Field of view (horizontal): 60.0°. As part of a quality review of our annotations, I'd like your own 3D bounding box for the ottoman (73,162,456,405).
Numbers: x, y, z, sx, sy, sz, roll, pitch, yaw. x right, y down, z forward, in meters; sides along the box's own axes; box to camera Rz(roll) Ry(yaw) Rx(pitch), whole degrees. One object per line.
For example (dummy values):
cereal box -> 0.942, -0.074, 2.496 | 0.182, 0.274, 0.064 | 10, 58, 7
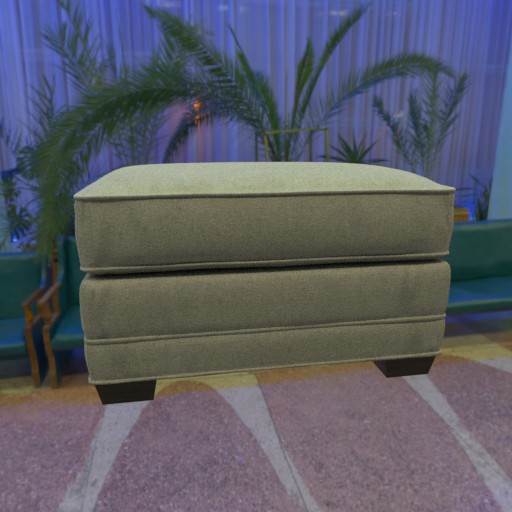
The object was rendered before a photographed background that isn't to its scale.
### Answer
ottoman -> 0.000, 0.000, 1.238 | 0.848, 0.508, 0.611 | -3, 15, -9
